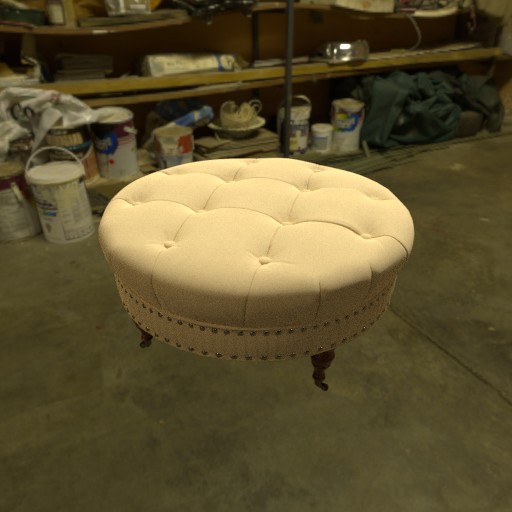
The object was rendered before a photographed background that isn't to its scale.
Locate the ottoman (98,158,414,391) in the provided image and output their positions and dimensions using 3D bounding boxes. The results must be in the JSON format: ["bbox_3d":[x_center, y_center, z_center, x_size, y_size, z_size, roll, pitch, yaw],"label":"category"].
[{"bbox_3d":[0.000,0.000,1.394,0.901,0.439,0.901,0,30,0],"label":"ottoman"}]
